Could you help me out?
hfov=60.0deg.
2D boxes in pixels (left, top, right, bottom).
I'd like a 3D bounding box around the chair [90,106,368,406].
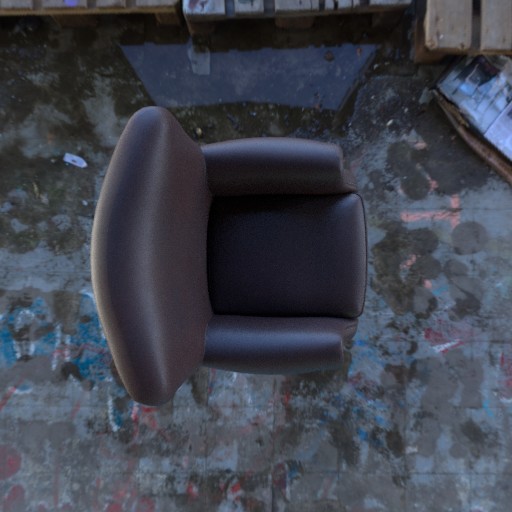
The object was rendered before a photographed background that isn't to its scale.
[{"bbox_3d":[0.000,0.000,1.366,0.746,0.800,0.700,0,90,-1],"label":"chair"}]
